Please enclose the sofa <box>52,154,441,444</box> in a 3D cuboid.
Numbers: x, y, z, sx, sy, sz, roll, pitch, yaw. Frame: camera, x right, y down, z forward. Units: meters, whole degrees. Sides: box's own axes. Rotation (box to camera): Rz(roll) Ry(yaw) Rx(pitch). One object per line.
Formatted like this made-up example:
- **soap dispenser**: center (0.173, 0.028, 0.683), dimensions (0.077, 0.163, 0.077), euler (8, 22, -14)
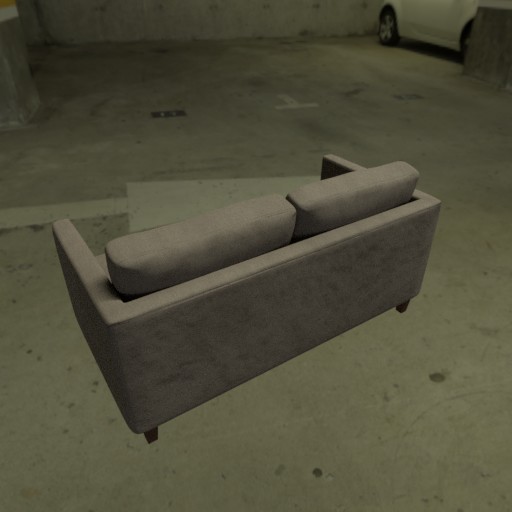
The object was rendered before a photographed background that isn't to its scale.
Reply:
- **sofa**: center (0.000, 0.000, 2.464), dimensions (1.884, 0.963, 0.950), euler (-19, 37, -28)
